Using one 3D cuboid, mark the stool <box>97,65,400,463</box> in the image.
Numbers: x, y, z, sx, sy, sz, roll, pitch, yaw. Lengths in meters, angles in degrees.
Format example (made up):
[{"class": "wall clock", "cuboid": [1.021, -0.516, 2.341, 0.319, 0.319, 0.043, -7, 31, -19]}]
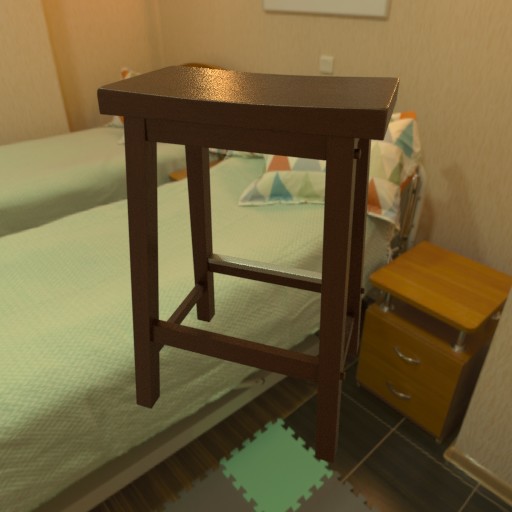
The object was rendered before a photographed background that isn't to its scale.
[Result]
[{"class": "stool", "cuboid": [0.000, 0.000, 0.823, 0.406, 0.610, 0.322, 10, 33, 16]}]
